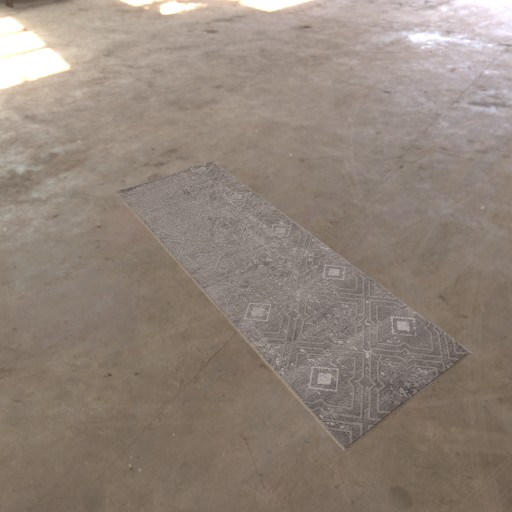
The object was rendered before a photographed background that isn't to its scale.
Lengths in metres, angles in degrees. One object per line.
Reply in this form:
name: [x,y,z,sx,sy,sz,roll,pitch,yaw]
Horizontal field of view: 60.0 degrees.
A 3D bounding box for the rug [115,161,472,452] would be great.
rug: [0.000,0.000,2.669,0.832,0.035,2.381,-24,45,-27]
